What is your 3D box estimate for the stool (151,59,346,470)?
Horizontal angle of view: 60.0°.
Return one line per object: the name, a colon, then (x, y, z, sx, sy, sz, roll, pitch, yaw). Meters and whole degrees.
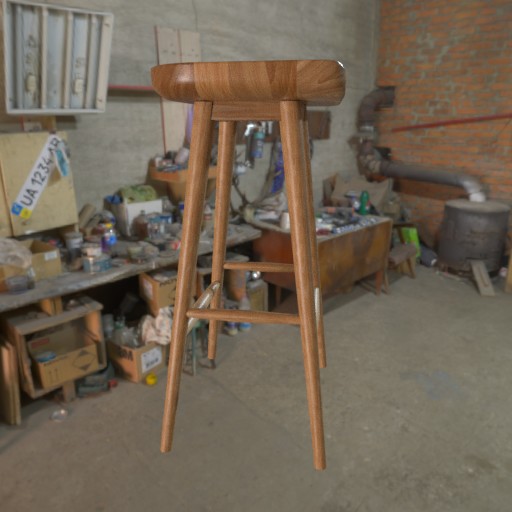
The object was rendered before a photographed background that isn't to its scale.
stool: (0.000, 0.000, 0.923, 0.322, 0.698, 0.407, 3, 17, 8)
